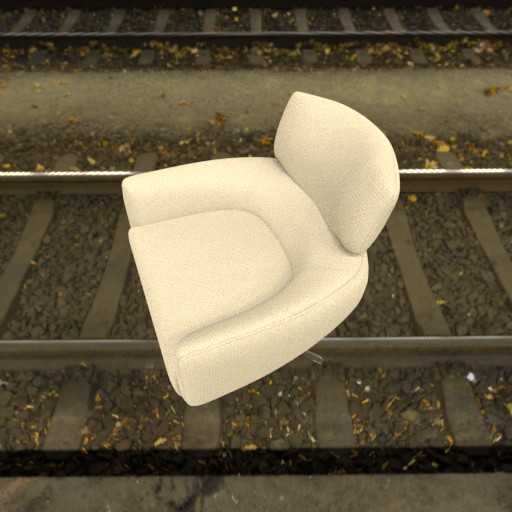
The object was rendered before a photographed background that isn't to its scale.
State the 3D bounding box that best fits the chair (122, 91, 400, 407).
[{"bbox_3d":[0.000,0.000,1.425,0.730,0.810,0.760,-16,48,-15],"label":"chair"}]
